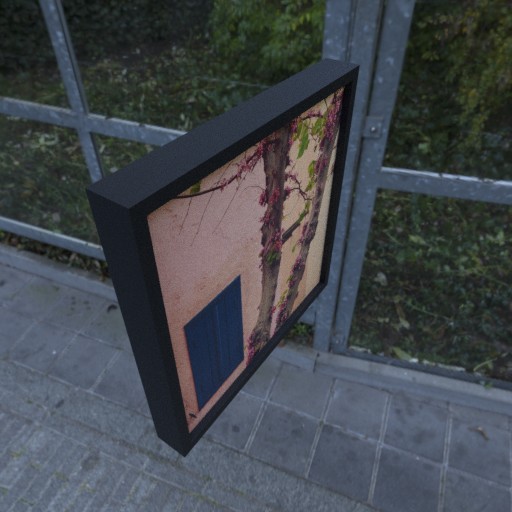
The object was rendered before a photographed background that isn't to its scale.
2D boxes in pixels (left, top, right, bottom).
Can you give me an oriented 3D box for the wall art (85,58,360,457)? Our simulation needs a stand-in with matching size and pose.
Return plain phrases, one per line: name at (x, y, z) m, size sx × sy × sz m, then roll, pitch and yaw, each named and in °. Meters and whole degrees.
wall art at (0.000, 0.000, 0.451) m, size 0.038 × 0.304 × 0.305 m, roll 25°, pitch 46°, yaw 26°
